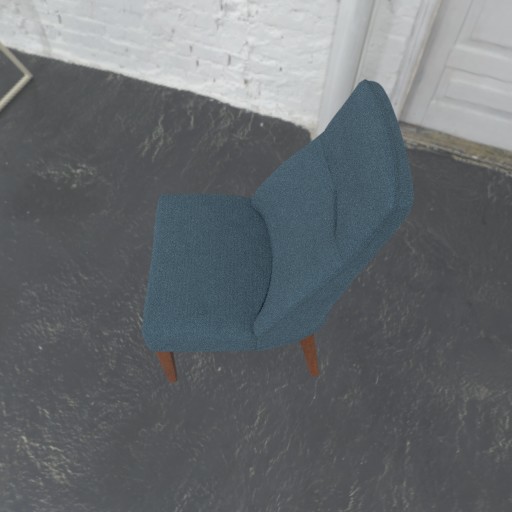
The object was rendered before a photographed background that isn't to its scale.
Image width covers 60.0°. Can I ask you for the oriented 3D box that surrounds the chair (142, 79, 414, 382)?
[{"bbox_3d":[0.000,0.000,1.288,0.620,0.930,0.500,-1,58,-1],"label":"chair"}]
